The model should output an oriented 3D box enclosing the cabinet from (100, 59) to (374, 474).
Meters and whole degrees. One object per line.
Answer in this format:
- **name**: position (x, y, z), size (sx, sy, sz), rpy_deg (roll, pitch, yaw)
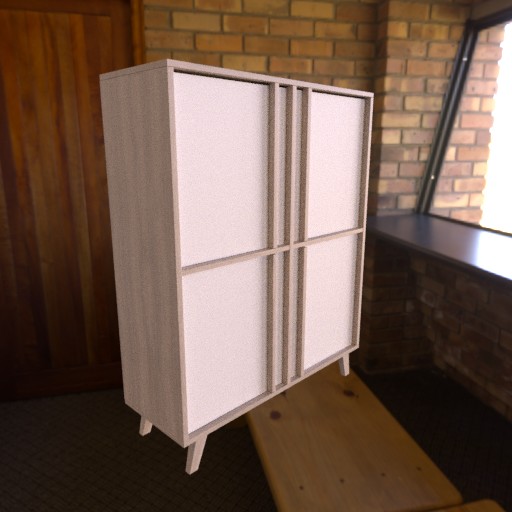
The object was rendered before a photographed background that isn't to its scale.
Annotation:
- **cabinet**: position (0.000, 0.000, 1.914), size (0.398, 1.388, 1.111), rpy_deg (13, 19, 43)
